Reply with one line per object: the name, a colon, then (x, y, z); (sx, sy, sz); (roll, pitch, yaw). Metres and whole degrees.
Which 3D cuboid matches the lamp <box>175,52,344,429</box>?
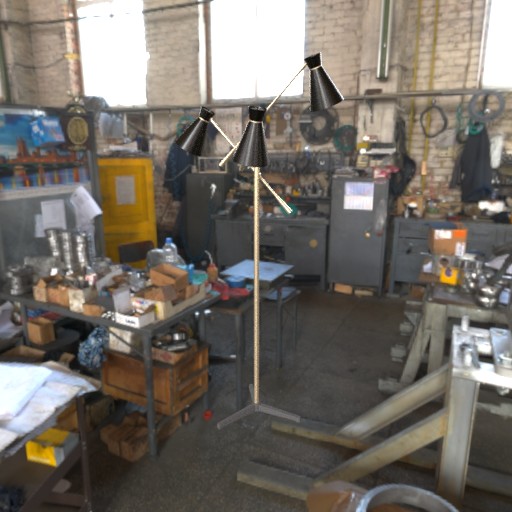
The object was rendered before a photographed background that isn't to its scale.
lamp: (0.000, 0.000, 2.154); (0.750, 1.804, 0.653); (-2, 14, -8)
